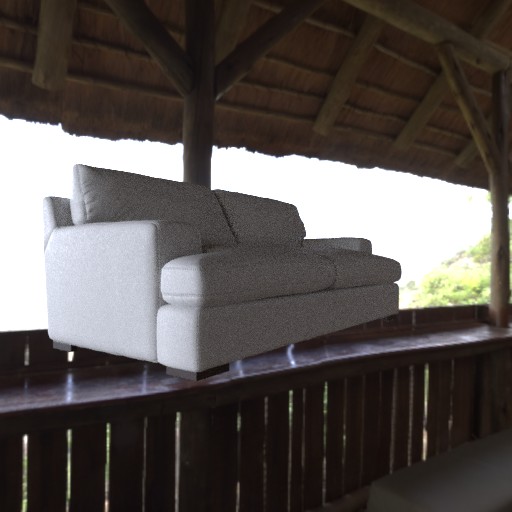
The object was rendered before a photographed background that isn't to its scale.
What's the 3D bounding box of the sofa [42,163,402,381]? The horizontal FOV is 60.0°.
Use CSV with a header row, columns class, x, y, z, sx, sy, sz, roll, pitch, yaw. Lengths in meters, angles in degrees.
class,x,y,z,sx,sy,sz,roll,pitch,yaw
sofa,0.000,0.000,2.793,1.143,0.940,2.261,0,0,37
